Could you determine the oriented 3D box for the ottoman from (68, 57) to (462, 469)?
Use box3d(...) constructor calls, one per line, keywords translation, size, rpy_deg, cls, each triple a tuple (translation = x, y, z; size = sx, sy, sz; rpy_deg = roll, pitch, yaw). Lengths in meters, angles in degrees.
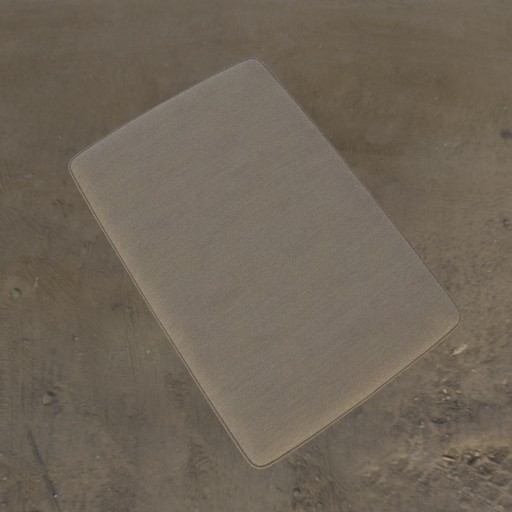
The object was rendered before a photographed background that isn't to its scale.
box3d(translation=(0.000, 0.000, 1.304), size=(0.636, 0.480, 0.941), rpy_deg=(-33, 77, -9), cls="ottoman")
